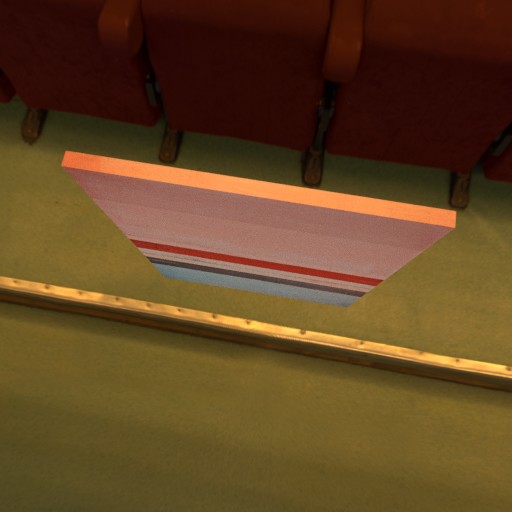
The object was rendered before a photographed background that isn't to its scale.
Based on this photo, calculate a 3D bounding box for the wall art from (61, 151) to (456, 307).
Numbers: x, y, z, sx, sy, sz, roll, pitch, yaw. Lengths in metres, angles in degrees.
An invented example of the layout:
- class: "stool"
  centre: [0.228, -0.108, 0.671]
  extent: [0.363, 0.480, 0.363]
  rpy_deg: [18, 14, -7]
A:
- class: "wall art"
  centre: [0.000, 0.000, 1.340]
  extent: [0.761, 1.016, 0.039]
  rpy_deg: [9, 75, 2]
